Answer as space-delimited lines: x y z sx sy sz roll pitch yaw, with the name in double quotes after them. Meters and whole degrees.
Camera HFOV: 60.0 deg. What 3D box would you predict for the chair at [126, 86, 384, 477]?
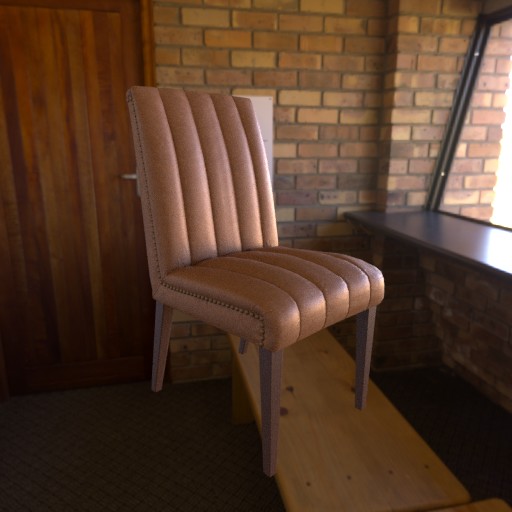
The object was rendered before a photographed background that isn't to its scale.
0.000 0.000 1.384 0.511 1.016 0.647 -13 19 -43 "chair"
